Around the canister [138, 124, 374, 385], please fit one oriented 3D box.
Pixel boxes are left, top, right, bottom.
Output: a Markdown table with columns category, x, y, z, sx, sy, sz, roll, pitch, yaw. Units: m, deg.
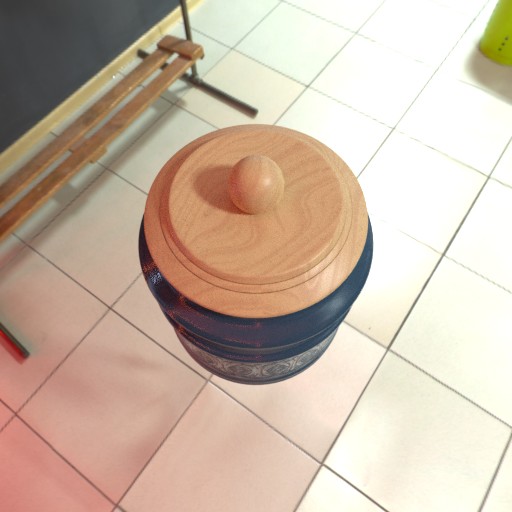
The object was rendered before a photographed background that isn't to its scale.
| category | x | y | z | sx | sy | sz | roll | pitch | yaw |
| --- | --- | --- | --- | --- | --- | --- | --- | --- | --- |
| canister | 0.000 | 0.000 | 0.272 | 0.130 | 0.176 | 0.130 | 0 | 64 | 0 |
